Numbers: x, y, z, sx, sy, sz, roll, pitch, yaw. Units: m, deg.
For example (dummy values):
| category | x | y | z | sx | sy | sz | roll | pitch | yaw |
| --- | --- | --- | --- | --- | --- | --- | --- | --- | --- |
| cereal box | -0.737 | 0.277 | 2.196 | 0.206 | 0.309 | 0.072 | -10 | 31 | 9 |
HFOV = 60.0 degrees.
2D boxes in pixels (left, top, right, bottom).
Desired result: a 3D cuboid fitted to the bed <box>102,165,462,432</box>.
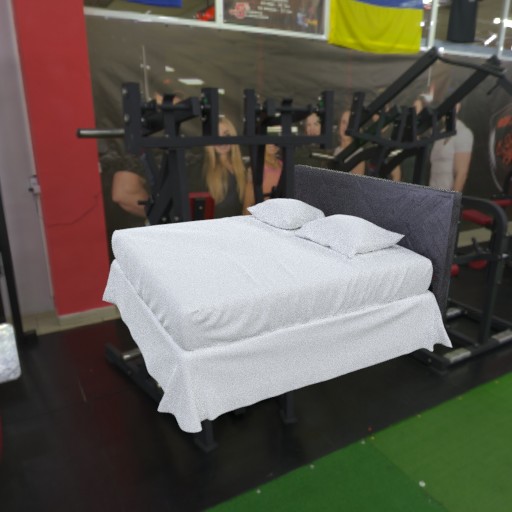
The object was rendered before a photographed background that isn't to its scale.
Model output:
| category | x | y | z | sx | sy | sz | roll | pitch | yaw |
| --- | --- | --- | --- | --- | --- | --- | --- | --- | --- |
| bed | 0.000 | 0.000 | 3.570 | 2.165 | 1.158 | 2.255 | -9 | 20 | -26 |
